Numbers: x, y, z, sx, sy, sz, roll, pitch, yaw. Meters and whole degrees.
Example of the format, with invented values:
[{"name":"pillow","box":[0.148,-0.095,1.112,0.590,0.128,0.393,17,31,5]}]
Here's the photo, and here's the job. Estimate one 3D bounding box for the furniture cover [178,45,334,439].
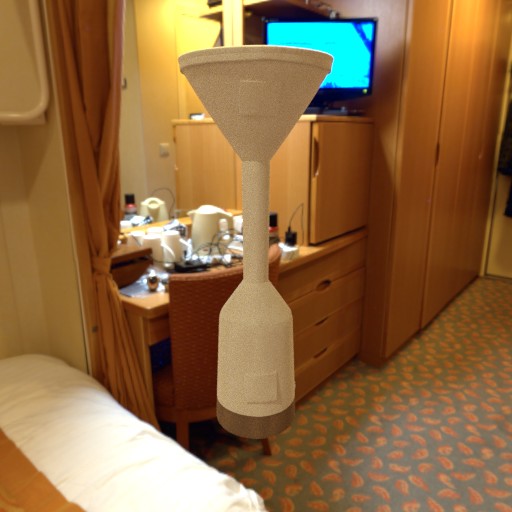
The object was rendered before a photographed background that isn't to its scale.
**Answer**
[{"name":"furniture cover","box":[0.000,0.000,2.939,0.914,2.413,0.914,-2,16,-7]}]
